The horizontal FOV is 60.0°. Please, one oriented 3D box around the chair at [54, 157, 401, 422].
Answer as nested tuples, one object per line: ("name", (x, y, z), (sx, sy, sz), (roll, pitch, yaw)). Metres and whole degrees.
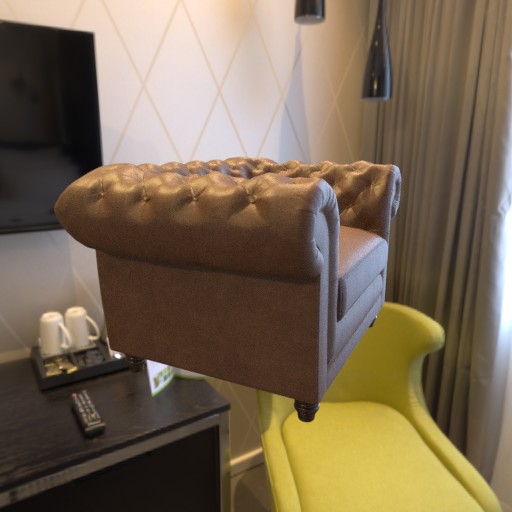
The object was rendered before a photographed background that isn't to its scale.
("chair", (0.000, 0.000, 1.848), (0.954, 0.784, 1.298), (7, 15, 26))
